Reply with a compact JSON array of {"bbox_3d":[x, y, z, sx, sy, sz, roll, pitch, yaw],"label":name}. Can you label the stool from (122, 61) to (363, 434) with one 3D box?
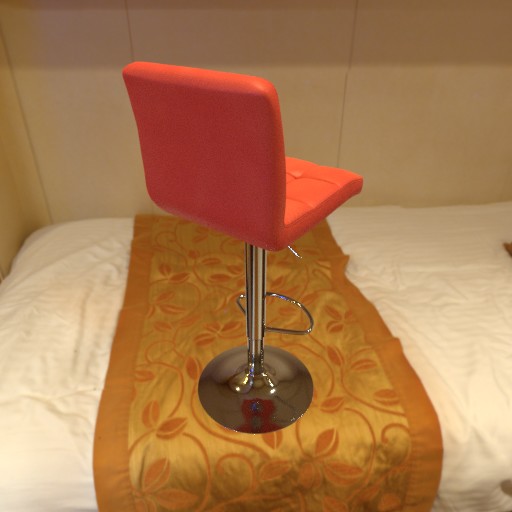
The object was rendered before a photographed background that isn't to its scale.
[{"bbox_3d":[0.000,0.000,1.347,0.430,1.115,0.505,22,37,31],"label":"stool"}]
